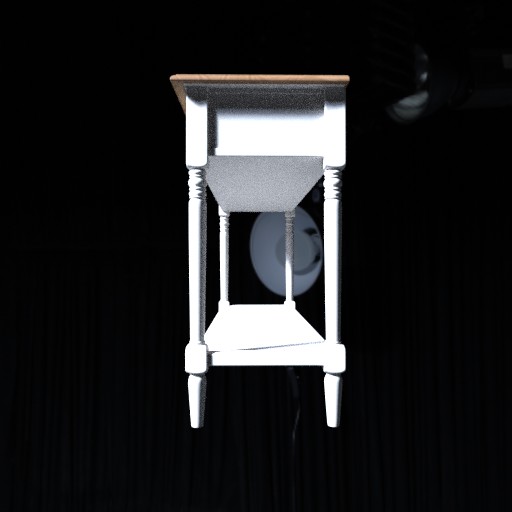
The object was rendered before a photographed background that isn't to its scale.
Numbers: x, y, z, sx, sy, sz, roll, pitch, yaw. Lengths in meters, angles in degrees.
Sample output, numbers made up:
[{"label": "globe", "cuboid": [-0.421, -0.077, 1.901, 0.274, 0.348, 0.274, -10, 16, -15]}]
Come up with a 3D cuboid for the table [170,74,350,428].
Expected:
[{"label": "table", "cuboid": [0.000, 0.000, 1.590, 0.399, 0.800, 1.219, 0, -1, -1]}]
